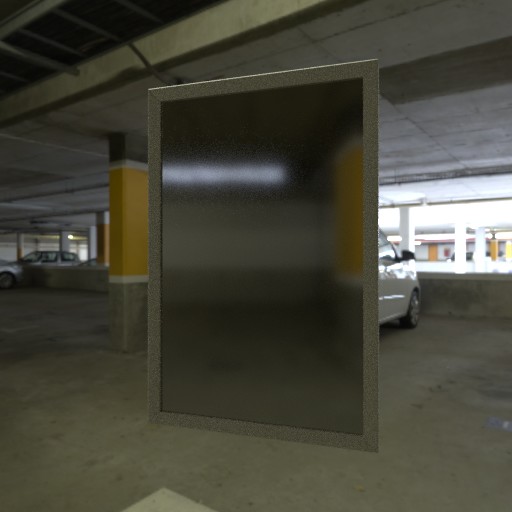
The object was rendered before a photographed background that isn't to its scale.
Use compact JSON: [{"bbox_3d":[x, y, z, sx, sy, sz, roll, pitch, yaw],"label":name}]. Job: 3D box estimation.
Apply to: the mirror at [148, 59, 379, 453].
[{"bbox_3d":[0.000,0.000,1.140,0.609,0.914,0.041,0,0,18],"label":"mirror"}]
